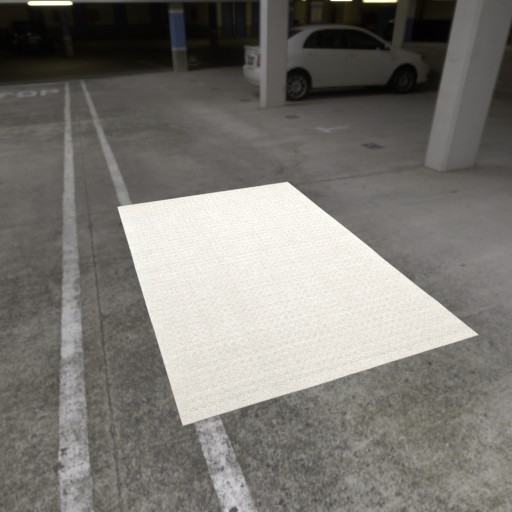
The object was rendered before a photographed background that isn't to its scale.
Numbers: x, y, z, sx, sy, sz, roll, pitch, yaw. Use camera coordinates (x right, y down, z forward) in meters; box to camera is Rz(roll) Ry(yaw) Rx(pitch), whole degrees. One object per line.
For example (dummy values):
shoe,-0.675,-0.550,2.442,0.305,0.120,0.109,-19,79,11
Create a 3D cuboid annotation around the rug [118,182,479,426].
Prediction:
rug,0.000,0.000,2.915,1.523,0.006,2.289,-11,32,-18
